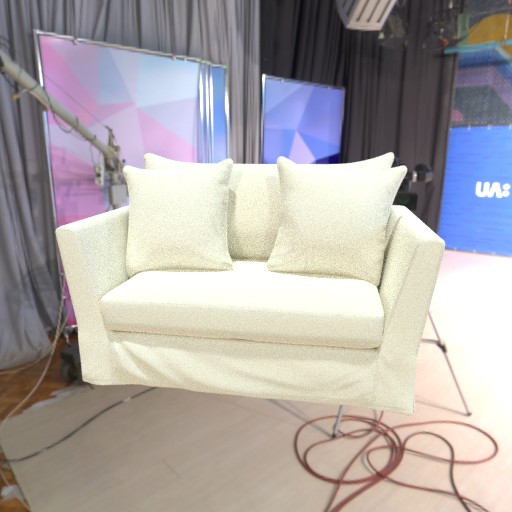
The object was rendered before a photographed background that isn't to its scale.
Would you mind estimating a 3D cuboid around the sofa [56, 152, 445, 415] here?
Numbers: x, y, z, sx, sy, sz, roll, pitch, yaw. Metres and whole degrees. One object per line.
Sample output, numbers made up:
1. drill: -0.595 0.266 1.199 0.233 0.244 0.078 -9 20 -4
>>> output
1. sofa: 0.000 0.000 2.301 1.608 1.039 1.026 2 15 9
